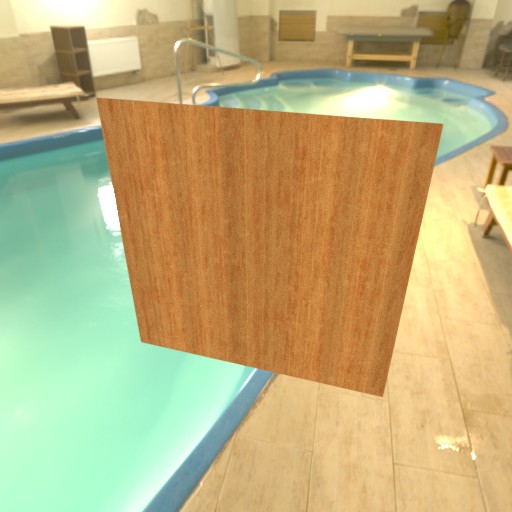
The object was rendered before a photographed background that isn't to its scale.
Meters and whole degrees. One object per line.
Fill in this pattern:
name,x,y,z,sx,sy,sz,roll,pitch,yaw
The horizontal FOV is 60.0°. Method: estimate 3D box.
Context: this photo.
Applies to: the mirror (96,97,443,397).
mirror,0.000,0.000,0.991,0.651,0.651,0.047,9,33,14
